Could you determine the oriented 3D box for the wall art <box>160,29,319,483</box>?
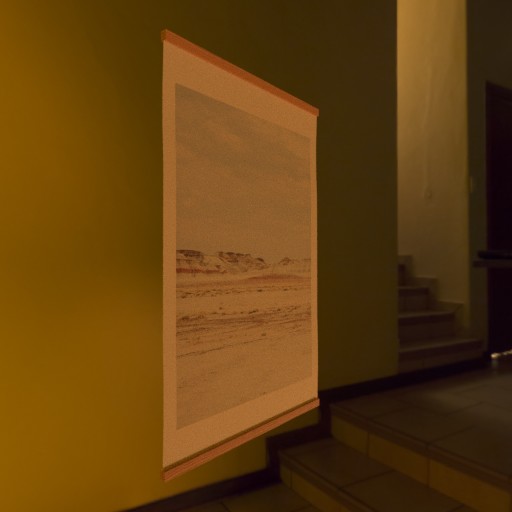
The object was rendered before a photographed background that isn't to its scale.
[{"bbox_3d":[0.000,0.000,1.890,0.025,1.521,1.011,-1,-1,38],"label":"wall art"}]
